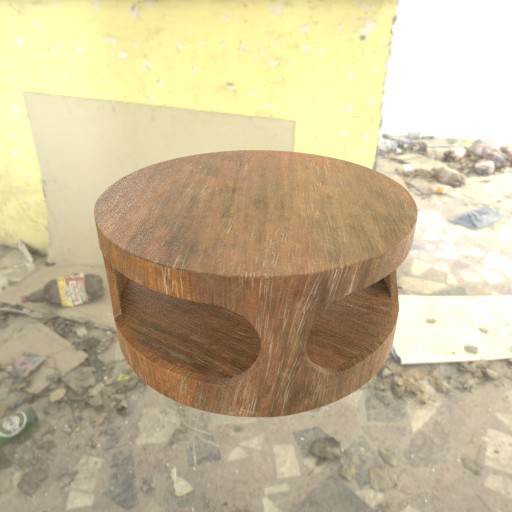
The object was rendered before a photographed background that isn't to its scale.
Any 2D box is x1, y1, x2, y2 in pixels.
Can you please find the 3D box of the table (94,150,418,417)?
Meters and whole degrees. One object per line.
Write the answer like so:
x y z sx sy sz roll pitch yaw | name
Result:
0.000 0.000 1.509 0.974 0.450 0.974 0 30 0 | table
